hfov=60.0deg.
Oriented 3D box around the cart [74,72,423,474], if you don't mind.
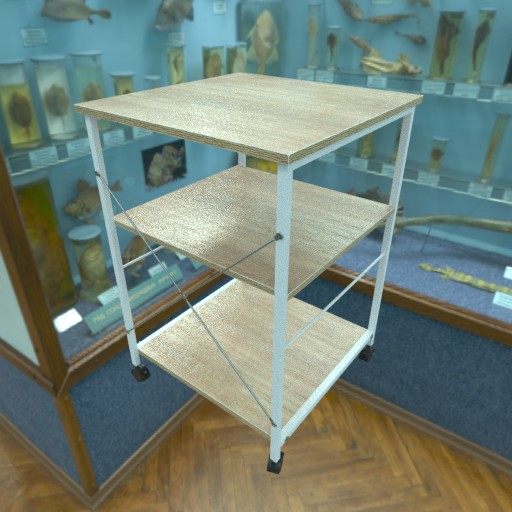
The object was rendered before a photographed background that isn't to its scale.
[{"bbox_3d":[0.000,0.000,1.122,0.521,0.762,0.520,22,37,32],"label":"cart"}]
